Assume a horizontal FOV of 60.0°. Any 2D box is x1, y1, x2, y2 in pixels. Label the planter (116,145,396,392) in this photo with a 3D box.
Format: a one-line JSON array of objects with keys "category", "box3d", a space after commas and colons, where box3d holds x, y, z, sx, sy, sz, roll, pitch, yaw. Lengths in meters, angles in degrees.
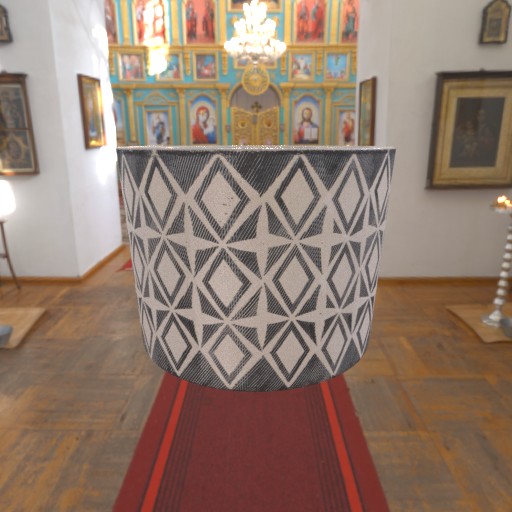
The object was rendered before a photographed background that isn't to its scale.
[{"category": "planter", "box3d": [0.000, 0.000, 0.458, 0.260, 0.220, 0.260, 0, 14, 0]}]
